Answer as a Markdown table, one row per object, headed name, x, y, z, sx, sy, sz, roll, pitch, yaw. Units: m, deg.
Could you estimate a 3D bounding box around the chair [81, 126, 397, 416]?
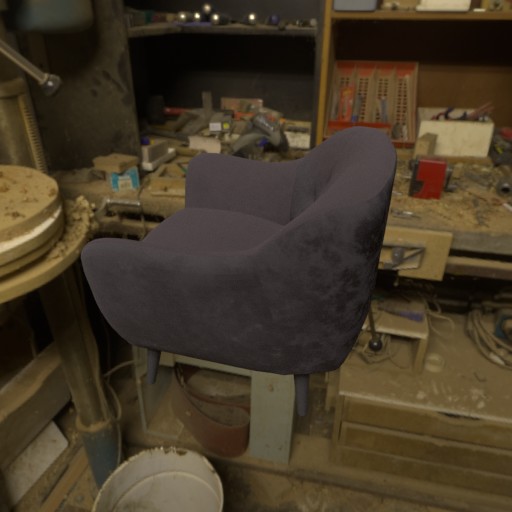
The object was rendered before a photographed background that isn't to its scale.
| name | x | y | z | sx | sy | sz | roll | pitch | yaw |
| --- | --- | --- | --- | --- | --- | --- | --- | --- | --- |
| chair | 0.000 | 0.000 | 1.522 | 0.819 | 0.807 | 0.840 | 7 | 31 | 12 |
